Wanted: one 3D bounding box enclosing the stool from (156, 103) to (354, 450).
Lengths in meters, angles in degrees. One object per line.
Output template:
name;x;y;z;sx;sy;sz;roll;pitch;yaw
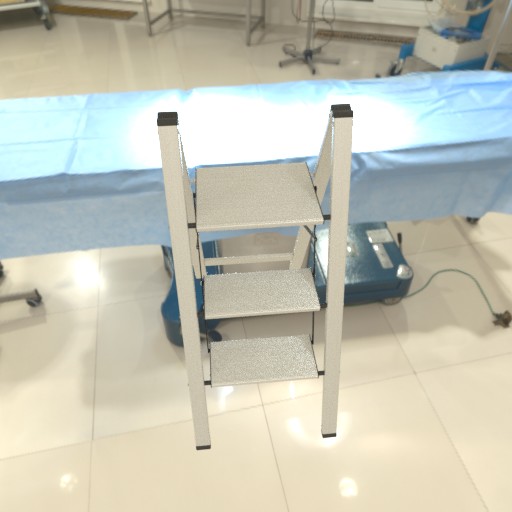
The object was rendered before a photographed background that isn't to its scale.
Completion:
stool;0.000;0.000;1.299;0.441;0.902;0.730;-4;45;-4
